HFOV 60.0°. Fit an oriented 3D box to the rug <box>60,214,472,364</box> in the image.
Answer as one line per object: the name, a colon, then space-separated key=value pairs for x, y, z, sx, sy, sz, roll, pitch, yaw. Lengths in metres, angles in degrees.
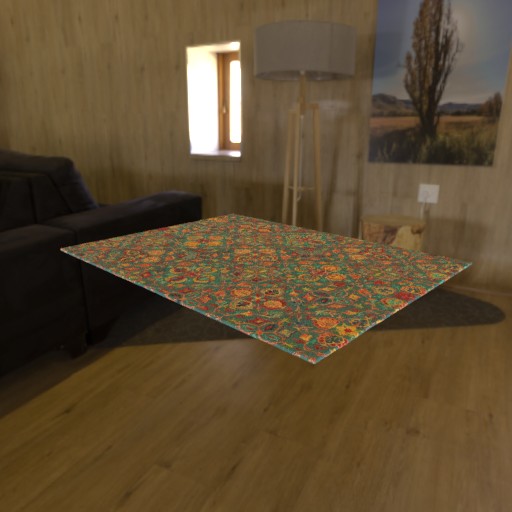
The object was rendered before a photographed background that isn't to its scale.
rug: x=0.000 y=0.000 z=4.301 sx=3.204 sy=0.025 sz=2.434 roll=16 pitch=23 yaw=41
